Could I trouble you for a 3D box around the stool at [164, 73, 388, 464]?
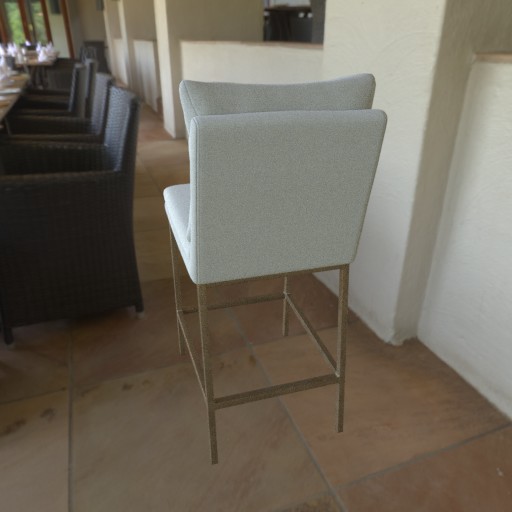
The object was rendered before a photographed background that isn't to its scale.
[{"bbox_3d":[0.000,0.000,1.331,0.463,1.032,0.572,-8,27,-15],"label":"stool"}]
